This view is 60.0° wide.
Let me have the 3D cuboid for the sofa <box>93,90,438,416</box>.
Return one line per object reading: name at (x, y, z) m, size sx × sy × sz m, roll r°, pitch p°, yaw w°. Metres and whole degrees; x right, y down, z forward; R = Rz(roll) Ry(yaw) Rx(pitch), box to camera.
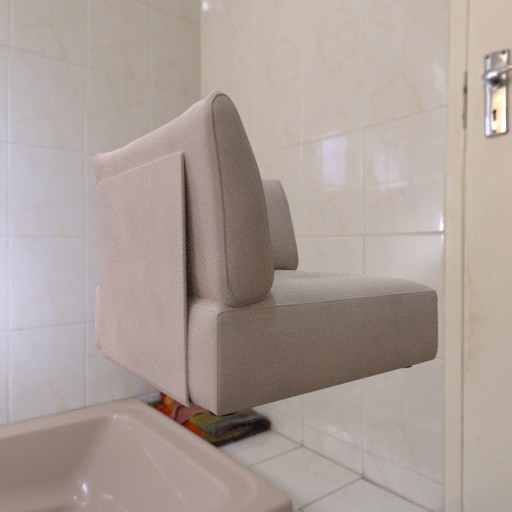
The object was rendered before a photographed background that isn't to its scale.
sofa at (0.000, 0.000, 1.717) m, size 1.000 × 0.820 × 1.000 m, roll -1°, pitch 1°, yaw -37°
